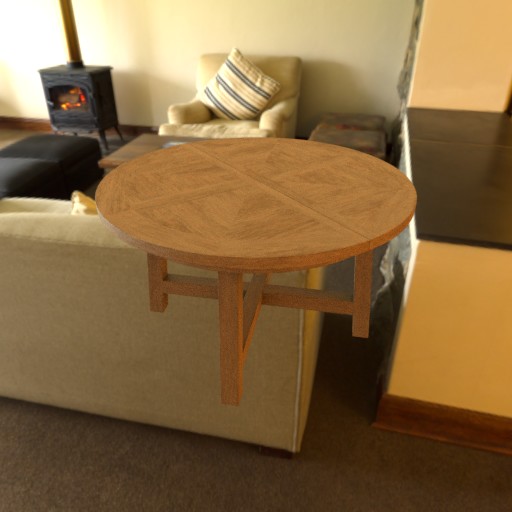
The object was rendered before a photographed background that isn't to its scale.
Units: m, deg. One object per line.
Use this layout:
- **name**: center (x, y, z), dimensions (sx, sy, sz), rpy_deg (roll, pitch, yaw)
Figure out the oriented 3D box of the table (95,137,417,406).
- **table**: center (0.000, 0.000, 2.096), dimensions (1.319, 0.762, 1.319), rpy_deg (0, 30, 0)
